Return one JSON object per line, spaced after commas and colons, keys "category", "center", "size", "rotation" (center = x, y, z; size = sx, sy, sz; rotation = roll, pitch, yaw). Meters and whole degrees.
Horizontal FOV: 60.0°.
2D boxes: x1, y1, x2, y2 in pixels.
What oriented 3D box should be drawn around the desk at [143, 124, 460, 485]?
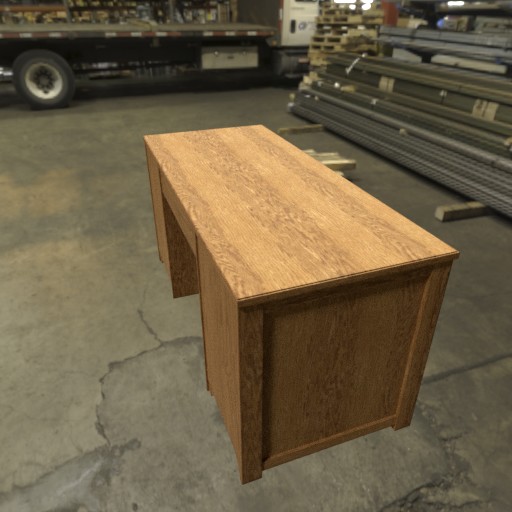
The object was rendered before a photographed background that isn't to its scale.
{"category": "desk", "center": [0.000, 0.000, 1.992], "size": [0.685, 0.751, 1.567], "rotation": [-11, 32, -18]}
